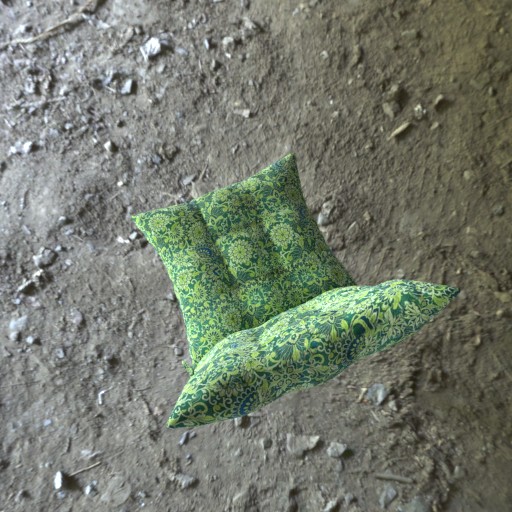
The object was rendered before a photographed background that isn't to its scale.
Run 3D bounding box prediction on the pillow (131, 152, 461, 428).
[{"bbox_3d":[0.000,0.000,0.990,0.541,0.536,0.585,-23,77,-6],"label":"pillow"}]
